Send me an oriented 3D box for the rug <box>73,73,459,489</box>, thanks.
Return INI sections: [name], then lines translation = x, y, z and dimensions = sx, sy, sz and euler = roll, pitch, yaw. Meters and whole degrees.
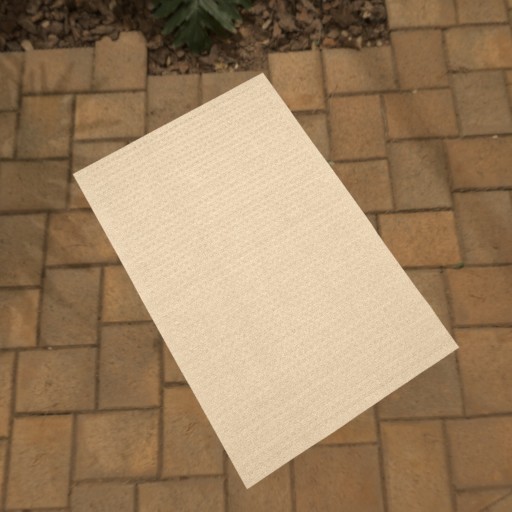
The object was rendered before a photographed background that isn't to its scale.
[rug]
translation = 0.000, 0.000, 2.863
dimensions = 1.523, 0.006, 2.289
euler = -31, 77, -8
